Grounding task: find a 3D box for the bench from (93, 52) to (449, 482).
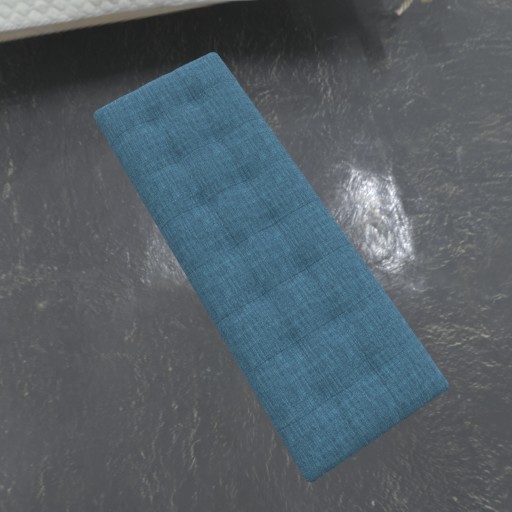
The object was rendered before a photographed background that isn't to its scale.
[{"bbox_3d":[0.000,0.000,1.312,0.406,0.432,1.118,-31,77,-8],"label":"bench"}]
